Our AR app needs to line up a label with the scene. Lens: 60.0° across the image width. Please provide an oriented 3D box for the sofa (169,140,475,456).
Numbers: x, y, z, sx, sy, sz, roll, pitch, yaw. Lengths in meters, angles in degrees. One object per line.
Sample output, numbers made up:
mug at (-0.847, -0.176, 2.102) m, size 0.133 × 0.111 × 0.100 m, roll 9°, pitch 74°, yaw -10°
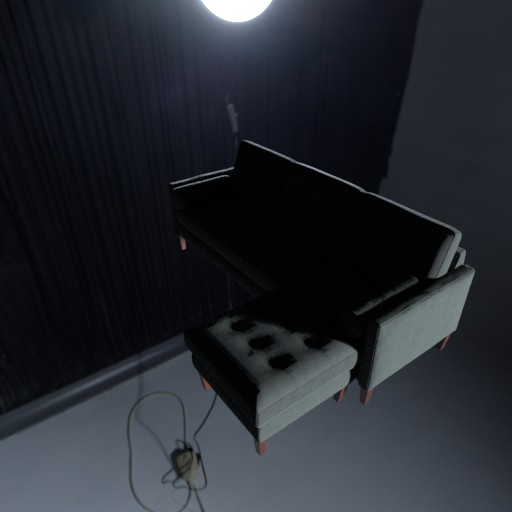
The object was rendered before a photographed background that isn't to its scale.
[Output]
sofa at (0.000, 0.000, 2.955) m, size 1.506 × 0.876 × 2.178 m, roll -22°, pitch 38°, yaw -30°
